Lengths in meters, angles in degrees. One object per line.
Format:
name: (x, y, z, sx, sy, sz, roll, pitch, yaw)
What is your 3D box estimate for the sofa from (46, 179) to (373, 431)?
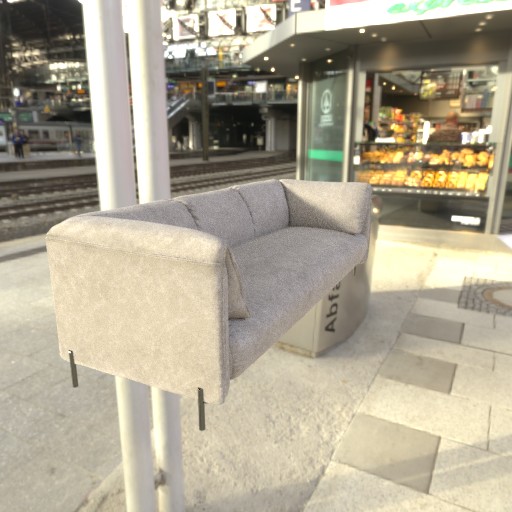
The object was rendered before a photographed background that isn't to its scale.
sofa: (0.000, 0.000, 2.666, 0.899, 0.758, 2.238, 7, 16, 26)
